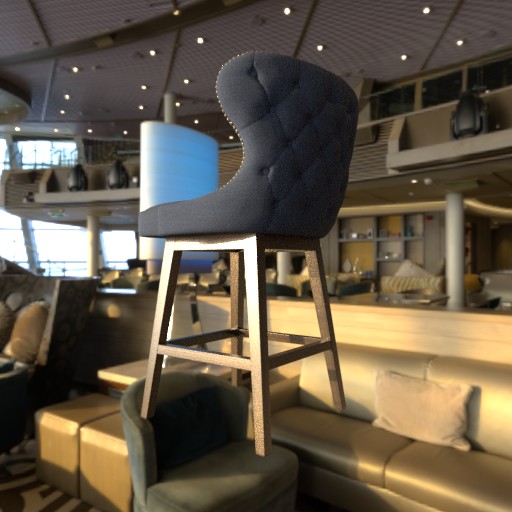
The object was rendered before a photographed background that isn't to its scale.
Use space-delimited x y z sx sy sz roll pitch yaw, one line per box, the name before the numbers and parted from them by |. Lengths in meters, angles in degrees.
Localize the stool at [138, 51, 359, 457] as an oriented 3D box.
stool | 0.000 0.000 1.363 0.597 0.972 0.615 -1 -1 37
